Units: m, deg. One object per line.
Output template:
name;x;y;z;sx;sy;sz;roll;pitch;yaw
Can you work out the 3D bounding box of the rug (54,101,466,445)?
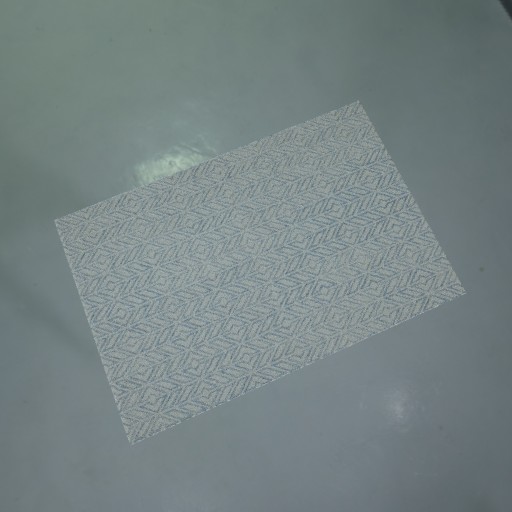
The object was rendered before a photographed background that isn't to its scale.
rug;0.000;0.000;2.325;1.824;0.008;1.220;-23;77;-6
